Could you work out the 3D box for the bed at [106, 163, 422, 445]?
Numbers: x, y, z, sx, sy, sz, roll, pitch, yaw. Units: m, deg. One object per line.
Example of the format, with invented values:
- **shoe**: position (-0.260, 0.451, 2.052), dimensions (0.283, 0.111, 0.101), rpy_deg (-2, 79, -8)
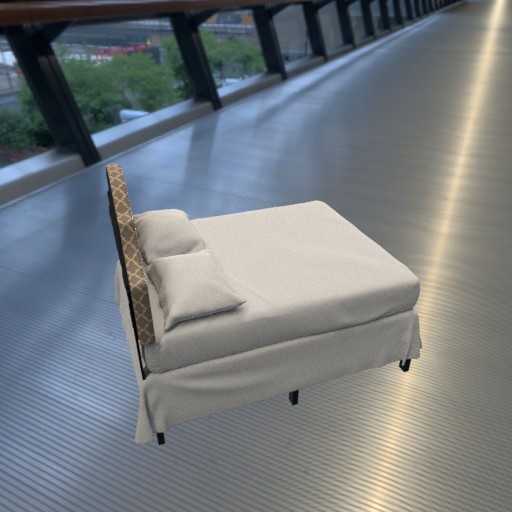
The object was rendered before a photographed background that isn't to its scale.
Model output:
- **bed**: position (0.000, 0.000, 3.449), dimensions (2.222, 1.633, 1.780), rpy_deg (-10, 32, -17)
